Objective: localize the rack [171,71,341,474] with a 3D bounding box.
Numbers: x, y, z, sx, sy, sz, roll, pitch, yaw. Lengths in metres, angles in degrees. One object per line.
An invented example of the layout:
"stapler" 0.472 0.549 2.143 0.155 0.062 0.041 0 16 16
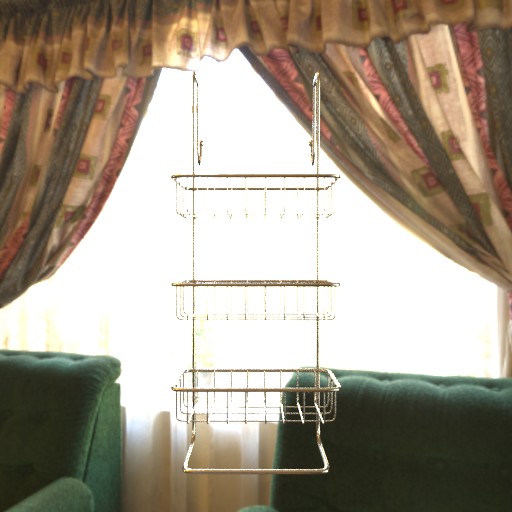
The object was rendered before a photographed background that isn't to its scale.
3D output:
"rack" 0.000 0.000 0.676 0.228 0.574 0.202 0 -1 0
